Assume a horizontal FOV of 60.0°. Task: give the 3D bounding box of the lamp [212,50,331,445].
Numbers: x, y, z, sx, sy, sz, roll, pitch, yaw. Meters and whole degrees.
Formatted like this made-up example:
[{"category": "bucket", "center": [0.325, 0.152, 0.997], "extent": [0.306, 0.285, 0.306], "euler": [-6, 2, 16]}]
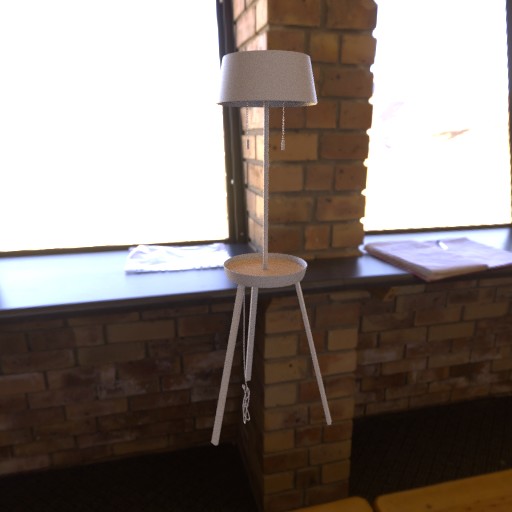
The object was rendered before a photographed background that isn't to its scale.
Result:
[{"category": "lamp", "center": [0.000, 0.000, 1.693], "extent": [0.508, 1.429, 0.468], "euler": [14, 21, 42]}]
